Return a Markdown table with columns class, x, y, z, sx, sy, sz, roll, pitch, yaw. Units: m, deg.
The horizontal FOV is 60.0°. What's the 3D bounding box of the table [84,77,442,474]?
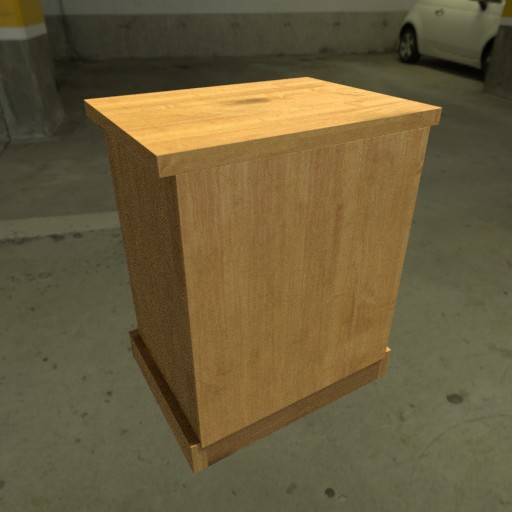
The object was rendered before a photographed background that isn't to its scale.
| class | x | y | z | sx | sy | sz | roll | pitch | yaw |
| --- | --- | --- | --- | --- | --- | --- | --- | --- | --- |
| table | 0.000 | 0.000 | 1.223 | 0.660 | 0.813 | 0.500 | -17 | 34 | -26 |
